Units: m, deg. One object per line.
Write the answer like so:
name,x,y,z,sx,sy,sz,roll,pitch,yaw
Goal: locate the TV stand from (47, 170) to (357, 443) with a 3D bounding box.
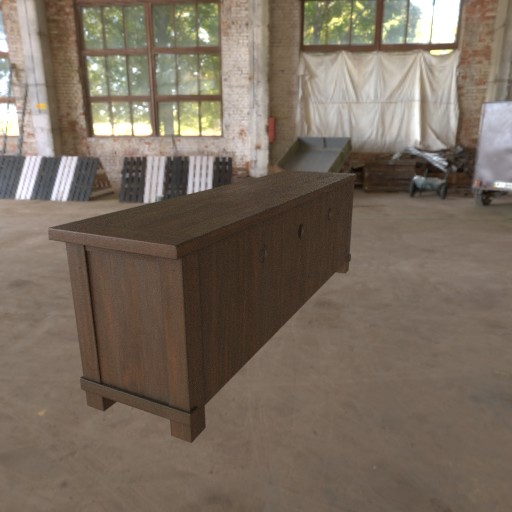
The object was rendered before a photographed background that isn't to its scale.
TV stand,0.000,0.000,2.097,0.471,0.615,1.866,8,18,25
